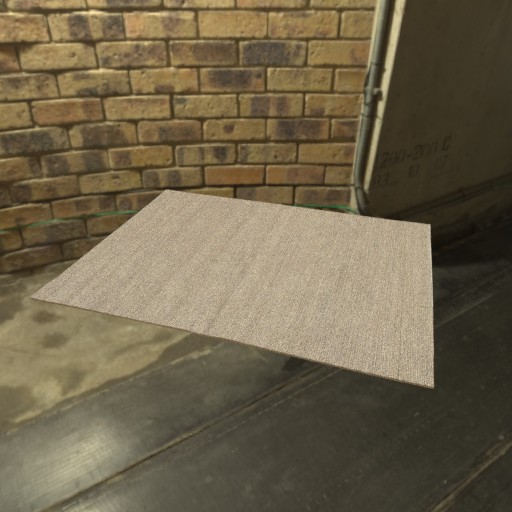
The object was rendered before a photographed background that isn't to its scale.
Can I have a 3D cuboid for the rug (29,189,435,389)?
[{"bbox_3d":[0.000,0.000,4.801,3.626,0.051,2.757,10,32,15],"label":"rug"}]
